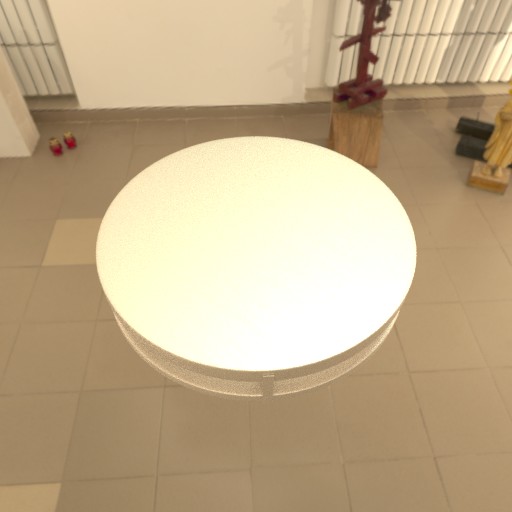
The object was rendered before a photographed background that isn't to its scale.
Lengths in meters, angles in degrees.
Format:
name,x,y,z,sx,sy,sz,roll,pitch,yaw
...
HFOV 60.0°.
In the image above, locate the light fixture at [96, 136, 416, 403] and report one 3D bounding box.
name,x,y,z,sx,sy,sz,roll,pitch,yaw
light fixture,0.000,0.000,0.539,0.356,0.102,0.356,0,49,0
